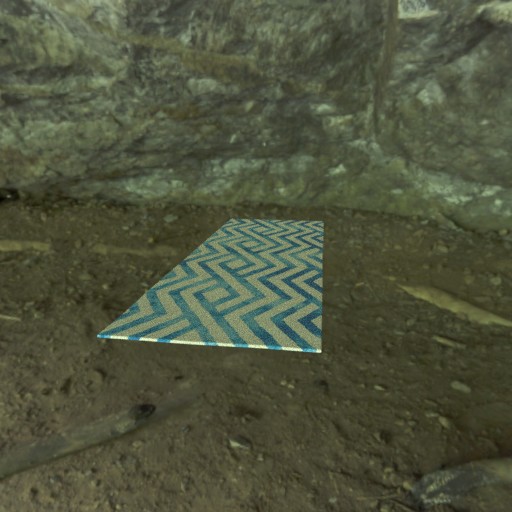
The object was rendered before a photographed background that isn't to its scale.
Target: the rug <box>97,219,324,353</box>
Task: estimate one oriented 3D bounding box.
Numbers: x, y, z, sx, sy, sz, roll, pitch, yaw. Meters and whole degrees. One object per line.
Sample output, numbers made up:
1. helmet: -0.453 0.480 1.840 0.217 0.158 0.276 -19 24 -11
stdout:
1. rug: 0.000 0.000 1.676 0.503 0.007 1.492 2 15 8
